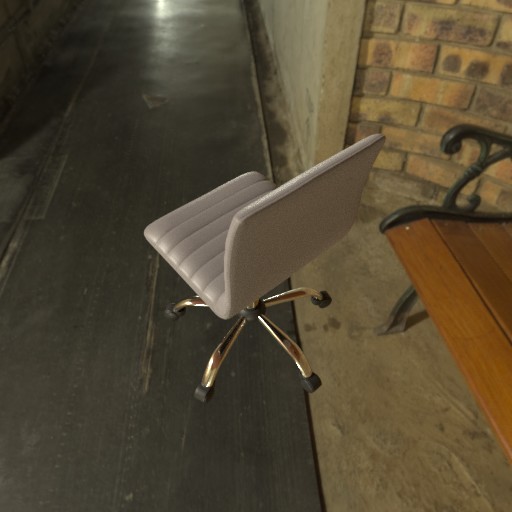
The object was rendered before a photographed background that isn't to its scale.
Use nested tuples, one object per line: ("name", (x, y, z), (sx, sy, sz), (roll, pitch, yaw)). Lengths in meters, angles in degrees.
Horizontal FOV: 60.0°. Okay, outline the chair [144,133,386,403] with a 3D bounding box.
("chair", (0.000, 0.000, 1.173), (0.569, 0.750, 0.542), (-33, 55, -27))
